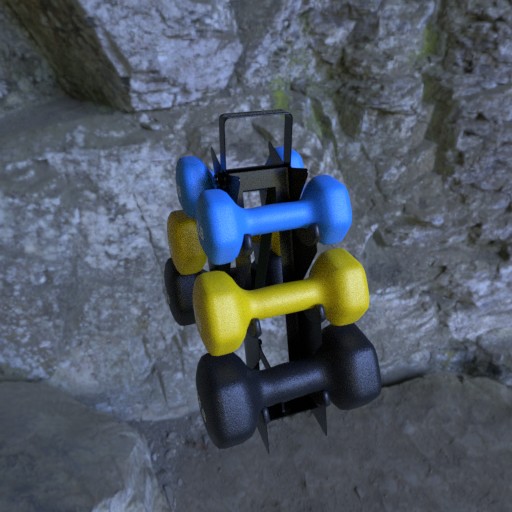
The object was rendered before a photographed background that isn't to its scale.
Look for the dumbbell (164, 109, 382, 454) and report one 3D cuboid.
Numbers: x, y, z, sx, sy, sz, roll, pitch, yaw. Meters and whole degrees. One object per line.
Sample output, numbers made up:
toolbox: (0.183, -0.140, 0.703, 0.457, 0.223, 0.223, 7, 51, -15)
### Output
dumbbell: (0.000, 0.000, 0.679, 0.255, 0.426, 0.409, -10, 31, -17)
